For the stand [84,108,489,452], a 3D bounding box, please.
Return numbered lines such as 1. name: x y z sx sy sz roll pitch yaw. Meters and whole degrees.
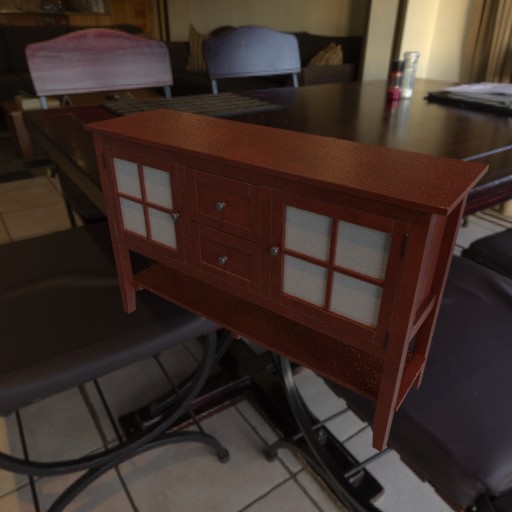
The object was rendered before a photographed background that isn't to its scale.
1. stand: 0.000 0.000 1.695 1.362 0.872 0.410 20 35 31
